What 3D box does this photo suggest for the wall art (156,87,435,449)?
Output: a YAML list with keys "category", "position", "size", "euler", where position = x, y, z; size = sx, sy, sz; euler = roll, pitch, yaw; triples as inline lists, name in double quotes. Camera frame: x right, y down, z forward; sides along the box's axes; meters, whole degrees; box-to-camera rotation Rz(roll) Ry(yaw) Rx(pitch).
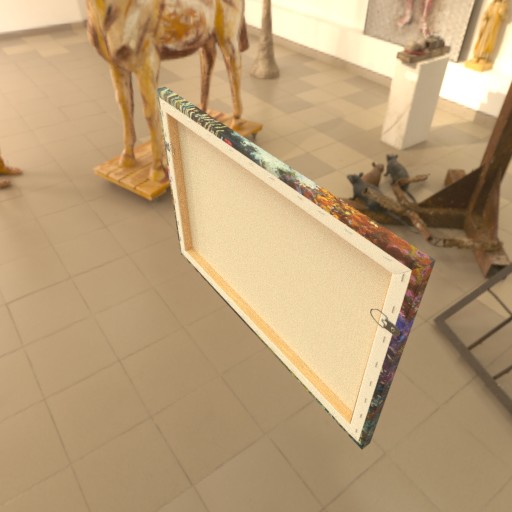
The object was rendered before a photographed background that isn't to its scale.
- category: "wall art"
  position: [0.000, 0.000, 1.455]
  size: [0.042, 0.760, 1.136]
  euler: [-26, 47, -26]
